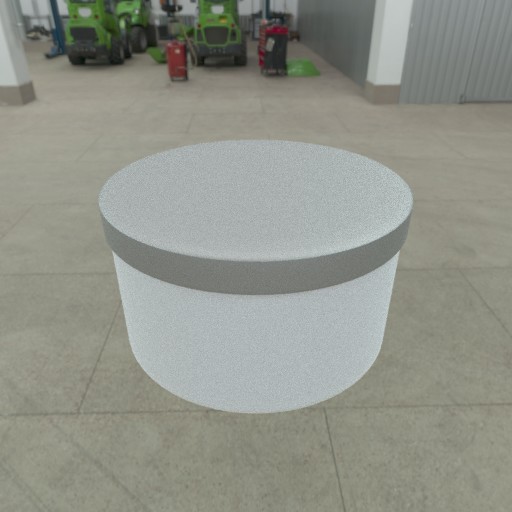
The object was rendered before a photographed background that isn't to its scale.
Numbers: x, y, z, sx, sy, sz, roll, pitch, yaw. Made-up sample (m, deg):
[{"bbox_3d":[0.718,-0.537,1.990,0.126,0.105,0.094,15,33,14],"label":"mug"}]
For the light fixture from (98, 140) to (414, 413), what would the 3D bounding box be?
[{"bbox_3d":[0.000,0.000,0.634,0.393,0.229,0.393,0,31,0],"label":"light fixture"}]
